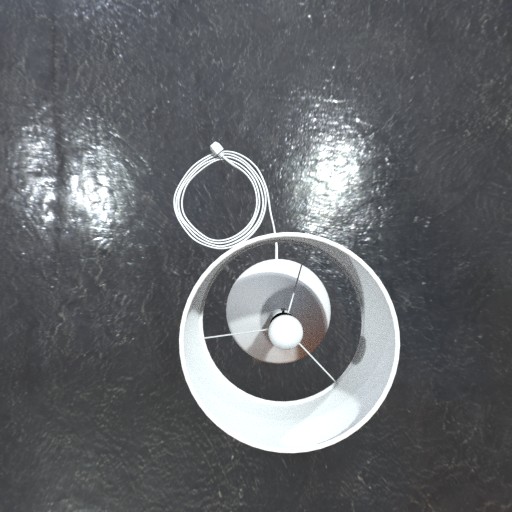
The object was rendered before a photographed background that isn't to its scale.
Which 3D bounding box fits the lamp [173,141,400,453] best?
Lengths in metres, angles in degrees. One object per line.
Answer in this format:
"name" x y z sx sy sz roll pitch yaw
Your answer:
"lamp" 0.000 0.000 0.838 0.401 0.457 0.546 0 90 1
